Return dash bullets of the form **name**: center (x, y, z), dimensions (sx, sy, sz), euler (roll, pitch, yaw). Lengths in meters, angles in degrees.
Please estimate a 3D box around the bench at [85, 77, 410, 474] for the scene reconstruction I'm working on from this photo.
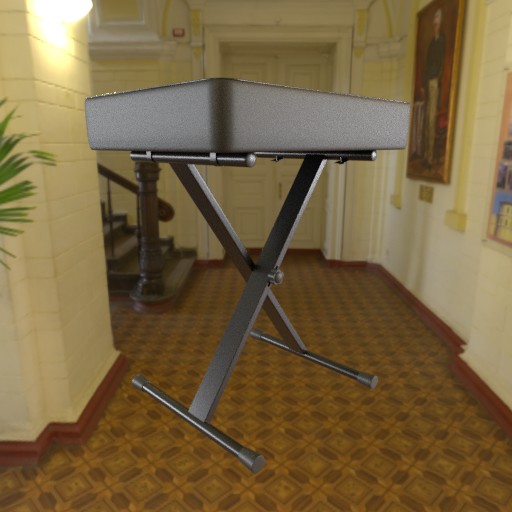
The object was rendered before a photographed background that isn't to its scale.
- **bench**: center (0.000, 0.000, 0.754), dimensions (0.321, 0.500, 0.424), euler (14, 20, 43)
